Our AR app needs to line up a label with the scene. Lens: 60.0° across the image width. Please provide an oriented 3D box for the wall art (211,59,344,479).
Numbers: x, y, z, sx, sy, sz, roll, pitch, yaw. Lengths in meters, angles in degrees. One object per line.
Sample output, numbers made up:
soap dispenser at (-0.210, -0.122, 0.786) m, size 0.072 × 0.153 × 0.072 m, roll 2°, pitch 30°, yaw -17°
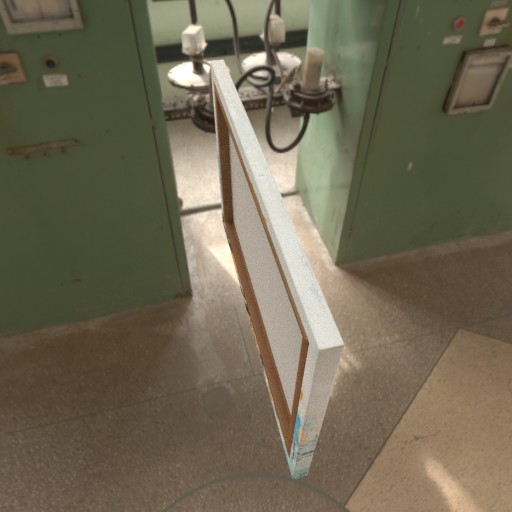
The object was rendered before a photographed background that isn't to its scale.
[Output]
wall art at (0.000, 0.000, 1.136) m, size 0.038 × 0.609 × 0.913 m, roll -10°, pitch 49°, yaw -9°
